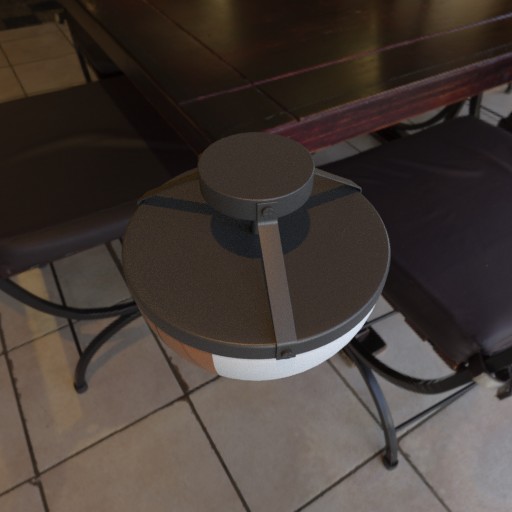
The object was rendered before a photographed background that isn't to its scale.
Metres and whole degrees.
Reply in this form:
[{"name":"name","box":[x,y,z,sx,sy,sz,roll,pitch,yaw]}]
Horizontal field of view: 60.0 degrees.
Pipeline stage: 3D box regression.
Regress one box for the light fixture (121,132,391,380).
[{"name":"light fixture","box":[0.000,0.000,0.536,0.304,0.269,0.304,0,47,0]}]
